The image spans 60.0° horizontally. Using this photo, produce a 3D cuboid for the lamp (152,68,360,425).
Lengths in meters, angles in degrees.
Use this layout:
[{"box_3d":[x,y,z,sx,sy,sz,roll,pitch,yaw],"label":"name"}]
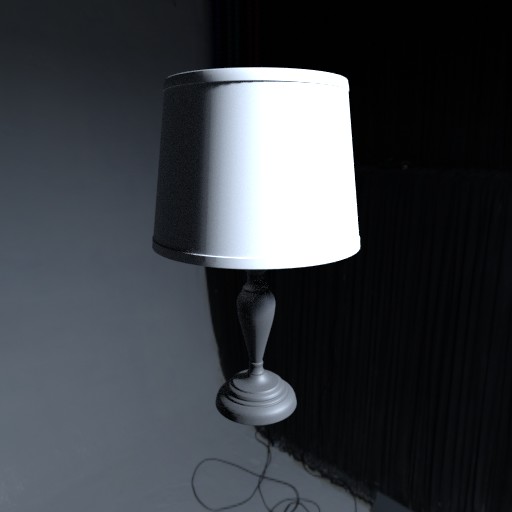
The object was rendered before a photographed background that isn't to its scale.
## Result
[{"box_3d":[0.000,0.000,0.683,0.310,0.501,0.310,0,14,0],"label":"lamp"}]
